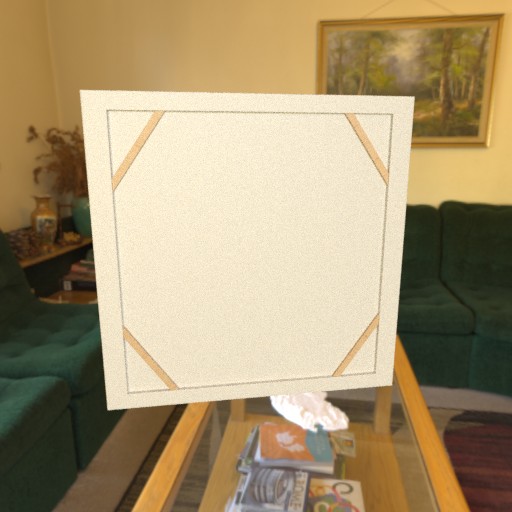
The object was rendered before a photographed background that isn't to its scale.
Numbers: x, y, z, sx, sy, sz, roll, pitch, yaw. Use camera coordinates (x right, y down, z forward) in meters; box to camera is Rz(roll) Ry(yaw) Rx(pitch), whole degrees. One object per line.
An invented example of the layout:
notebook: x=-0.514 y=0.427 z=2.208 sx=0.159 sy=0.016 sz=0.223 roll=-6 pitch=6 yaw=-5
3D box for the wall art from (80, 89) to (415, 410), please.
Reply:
wall art: x=0.000 y=0.000 z=1.580 sx=1.092 sy=1.091 sz=0.051 roll=-2 pitch=14 yaw=-9
